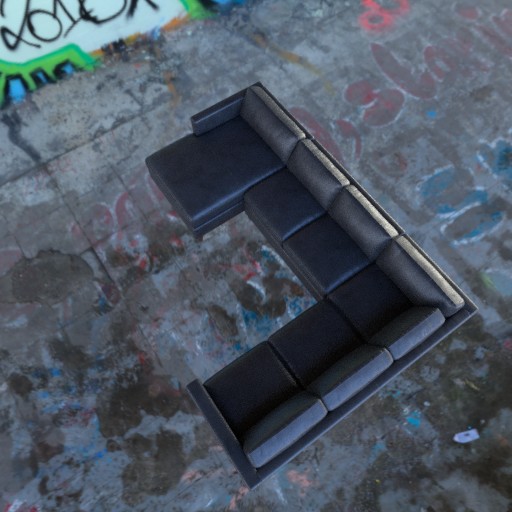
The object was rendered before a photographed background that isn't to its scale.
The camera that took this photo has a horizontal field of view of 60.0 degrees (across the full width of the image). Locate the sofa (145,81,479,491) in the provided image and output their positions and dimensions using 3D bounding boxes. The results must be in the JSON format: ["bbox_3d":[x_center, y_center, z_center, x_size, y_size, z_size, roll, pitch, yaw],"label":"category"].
[{"bbox_3d":[0.000,0.000,4.402,2.452,0.891,3.324,-33,69,-14],"label":"sofa"}]
